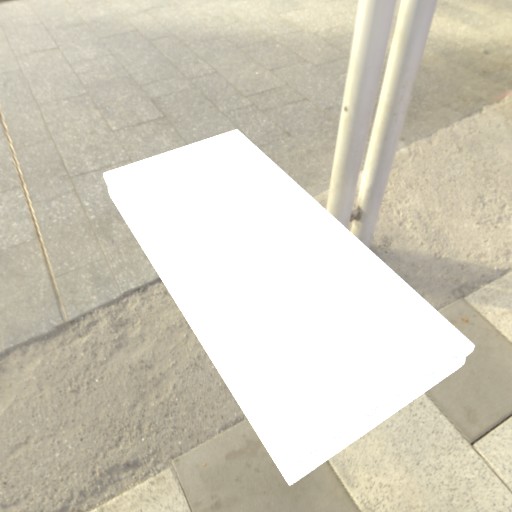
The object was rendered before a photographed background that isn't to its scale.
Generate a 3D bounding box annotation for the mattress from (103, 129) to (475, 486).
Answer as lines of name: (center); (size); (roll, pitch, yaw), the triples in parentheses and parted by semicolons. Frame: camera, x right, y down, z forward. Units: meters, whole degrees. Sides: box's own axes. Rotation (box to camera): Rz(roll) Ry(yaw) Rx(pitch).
mattress: (0.000, 0.000, 2.220); (0.900, 0.200, 1.900); (-24, 52, -21)
